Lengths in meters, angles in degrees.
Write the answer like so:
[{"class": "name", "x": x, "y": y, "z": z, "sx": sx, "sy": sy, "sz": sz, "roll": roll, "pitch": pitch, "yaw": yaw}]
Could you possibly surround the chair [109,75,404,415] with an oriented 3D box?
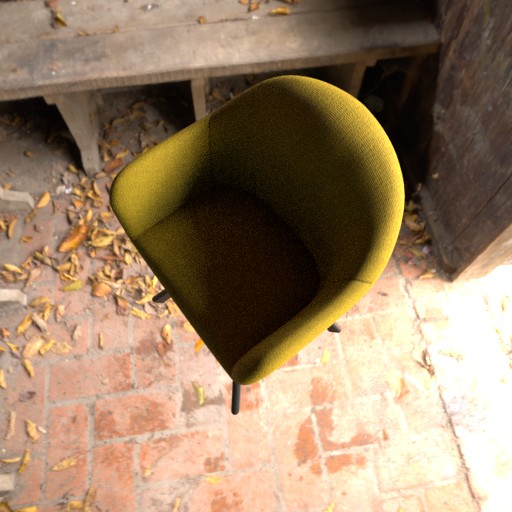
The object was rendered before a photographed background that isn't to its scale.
[{"class": "chair", "x": 0.000, "y": 0.000, "z": 1.183, "sx": 0.550, "sy": 0.795, "sz": 0.590, "roll": -35, "pitch": 69, "yaw": -15}]
